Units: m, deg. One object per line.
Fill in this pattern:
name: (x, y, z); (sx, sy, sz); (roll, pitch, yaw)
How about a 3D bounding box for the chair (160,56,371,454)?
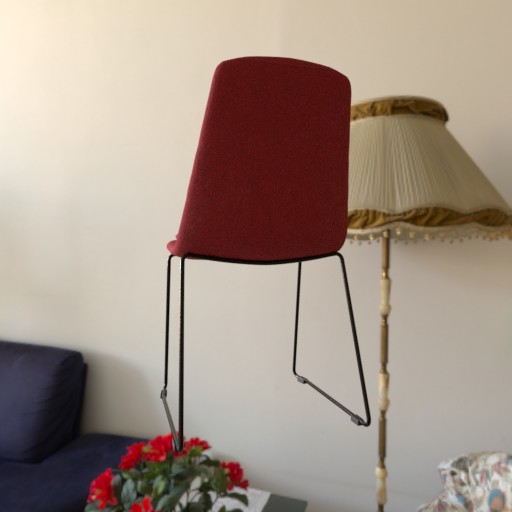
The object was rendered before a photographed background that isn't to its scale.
chair: (0.000, 0.000, 1.193); (0.479, 0.858, 0.518); (-1, 2, -17)
